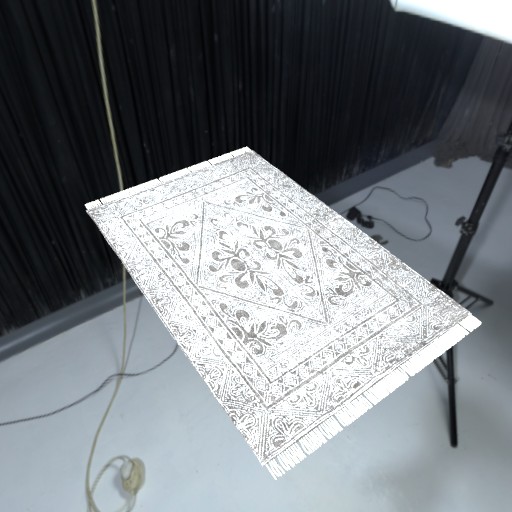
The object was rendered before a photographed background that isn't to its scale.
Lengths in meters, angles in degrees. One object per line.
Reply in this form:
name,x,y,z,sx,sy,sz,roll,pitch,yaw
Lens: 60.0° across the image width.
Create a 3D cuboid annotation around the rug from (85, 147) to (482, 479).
rug,0.000,0.000,2.985,1.529,0.010,2.440,-26,49,-25
